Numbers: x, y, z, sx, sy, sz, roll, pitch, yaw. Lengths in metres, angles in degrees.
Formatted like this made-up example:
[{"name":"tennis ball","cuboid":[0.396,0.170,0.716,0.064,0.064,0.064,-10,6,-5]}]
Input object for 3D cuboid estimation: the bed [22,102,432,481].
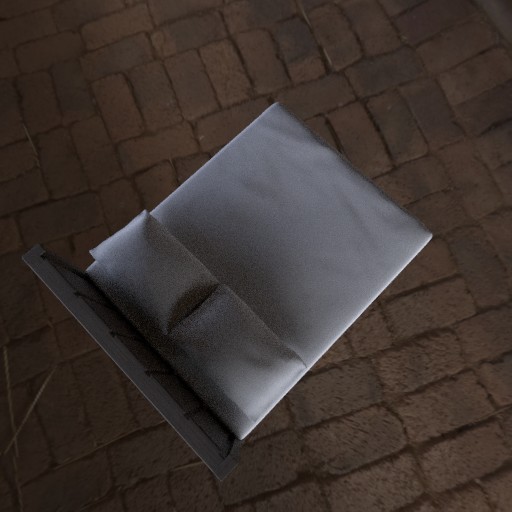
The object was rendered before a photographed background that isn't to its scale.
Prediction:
[{"name":"bed","cuboid":[0.000,0.000,3.311,2.242,1.270,1.727,-44,79,-11]}]
